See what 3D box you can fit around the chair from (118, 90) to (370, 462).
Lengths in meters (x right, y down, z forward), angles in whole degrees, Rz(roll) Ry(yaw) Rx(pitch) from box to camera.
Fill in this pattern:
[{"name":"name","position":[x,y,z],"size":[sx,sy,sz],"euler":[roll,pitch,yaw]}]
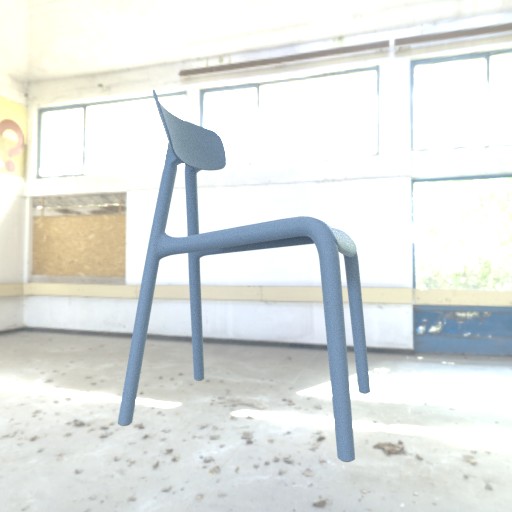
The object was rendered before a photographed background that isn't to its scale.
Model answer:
[{"name":"chair","position":[0.000,0.000,0.845],"size":[0.401,0.580,0.356],"euler":[0,-1,18]}]
